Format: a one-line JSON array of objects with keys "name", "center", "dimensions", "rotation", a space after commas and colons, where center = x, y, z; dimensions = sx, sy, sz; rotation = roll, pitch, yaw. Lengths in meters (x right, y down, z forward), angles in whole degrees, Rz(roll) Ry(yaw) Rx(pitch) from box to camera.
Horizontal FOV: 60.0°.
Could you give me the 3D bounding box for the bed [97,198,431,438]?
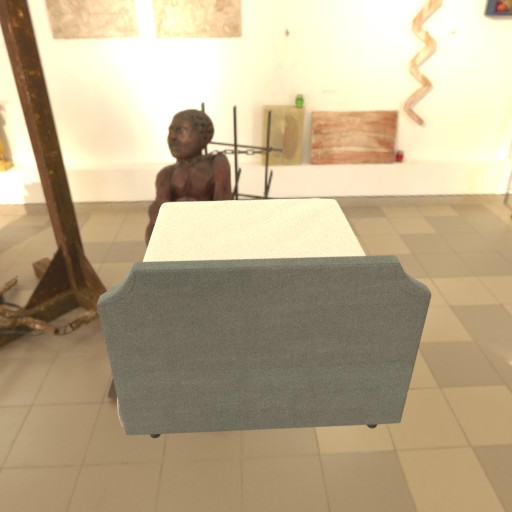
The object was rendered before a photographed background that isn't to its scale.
[{"name": "bed", "center": [0.000, 0.000, 3.665], "dimensions": [1.977, 1.306, 2.464], "rotation": [-2, 30, -3]}]
